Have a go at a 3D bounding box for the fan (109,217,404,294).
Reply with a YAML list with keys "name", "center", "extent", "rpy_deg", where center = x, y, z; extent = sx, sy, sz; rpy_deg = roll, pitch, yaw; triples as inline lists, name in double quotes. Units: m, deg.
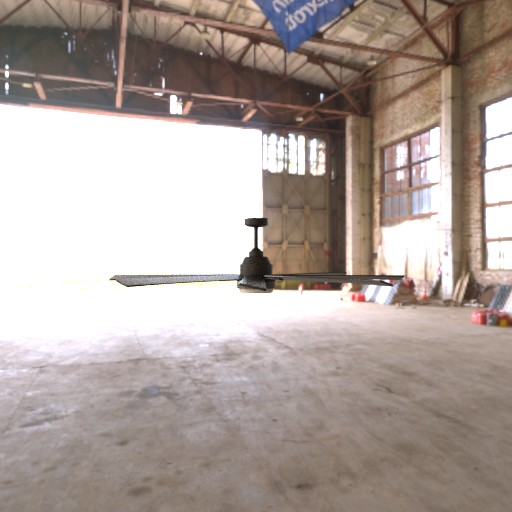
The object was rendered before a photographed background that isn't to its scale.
- name: "fan"
  center: [0.000, 0.000, 2.793]
  extent: [1.830, 0.472, 1.830]
  rpy_deg: [0, 0, 1]
